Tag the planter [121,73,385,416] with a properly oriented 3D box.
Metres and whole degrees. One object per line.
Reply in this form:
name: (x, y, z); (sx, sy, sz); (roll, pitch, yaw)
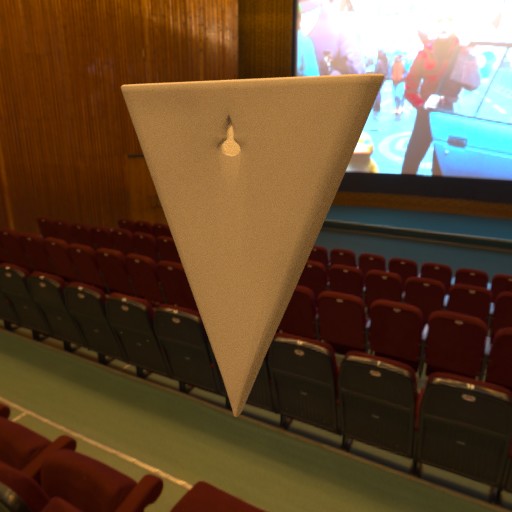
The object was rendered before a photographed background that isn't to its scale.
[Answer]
planter: (0.000, 0.000, 0.272); (0.150, 0.197, 0.060); (9, 19, 26)
